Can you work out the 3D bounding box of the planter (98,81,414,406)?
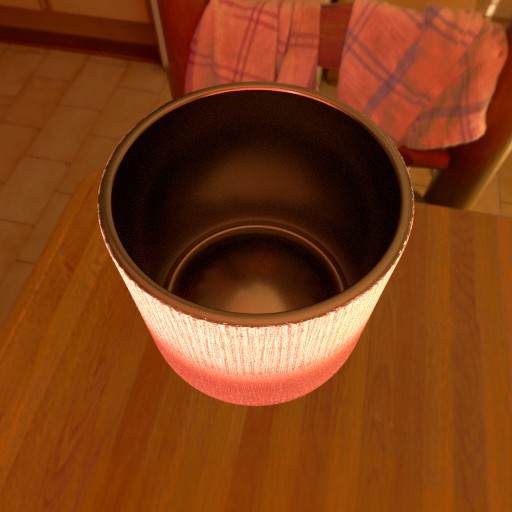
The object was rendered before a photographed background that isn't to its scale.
[{"bbox_3d":[0.000,0.000,0.392,0.221,0.201,0.221,0,59,0],"label":"planter"}]
